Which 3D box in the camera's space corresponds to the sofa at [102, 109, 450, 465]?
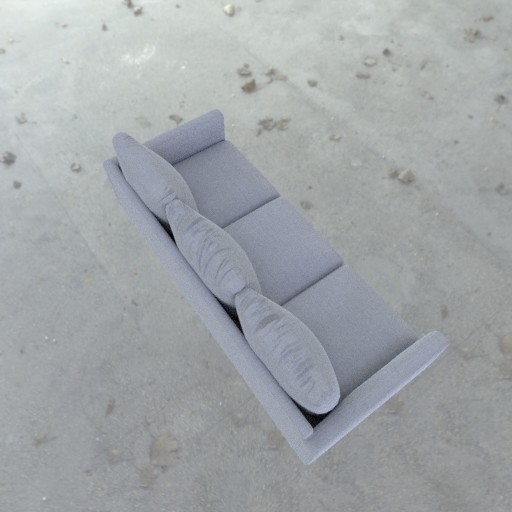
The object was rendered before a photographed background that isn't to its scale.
[{"bbox_3d":[0.000,0.000,2.489,0.850,0.830,2.000,-31,63,-18],"label":"sofa"}]
